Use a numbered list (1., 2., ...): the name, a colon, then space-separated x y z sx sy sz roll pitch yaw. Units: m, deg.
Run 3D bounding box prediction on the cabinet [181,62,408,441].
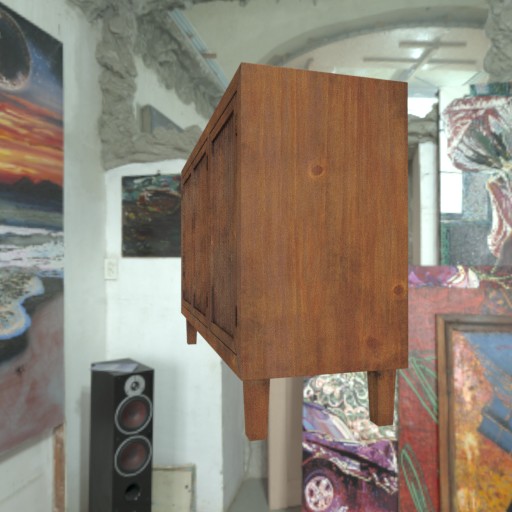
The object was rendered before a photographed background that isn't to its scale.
1. cabinet: 0.000 0.000 1.559 0.403 0.805 1.204 0 0 -15
